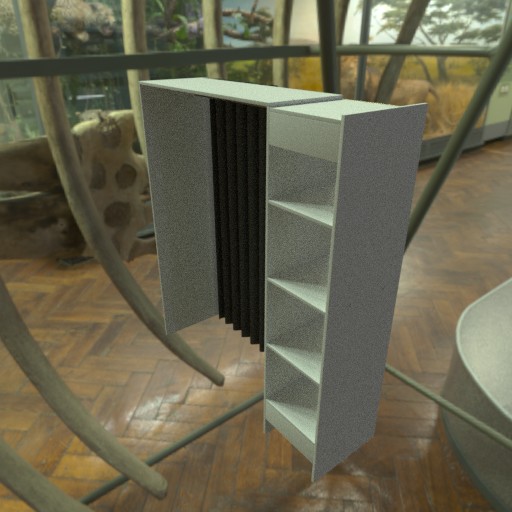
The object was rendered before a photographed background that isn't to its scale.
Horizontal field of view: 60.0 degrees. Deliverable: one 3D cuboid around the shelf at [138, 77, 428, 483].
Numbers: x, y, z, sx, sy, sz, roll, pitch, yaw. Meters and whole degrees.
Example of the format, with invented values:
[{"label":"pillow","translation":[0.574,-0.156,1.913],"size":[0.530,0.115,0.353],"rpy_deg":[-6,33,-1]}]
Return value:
[{"label":"shelf","translation":[0.000,0.000,2.562],"size":[0.500,1.810,1.600],"rpy_deg":[-19,32,-33]}]
